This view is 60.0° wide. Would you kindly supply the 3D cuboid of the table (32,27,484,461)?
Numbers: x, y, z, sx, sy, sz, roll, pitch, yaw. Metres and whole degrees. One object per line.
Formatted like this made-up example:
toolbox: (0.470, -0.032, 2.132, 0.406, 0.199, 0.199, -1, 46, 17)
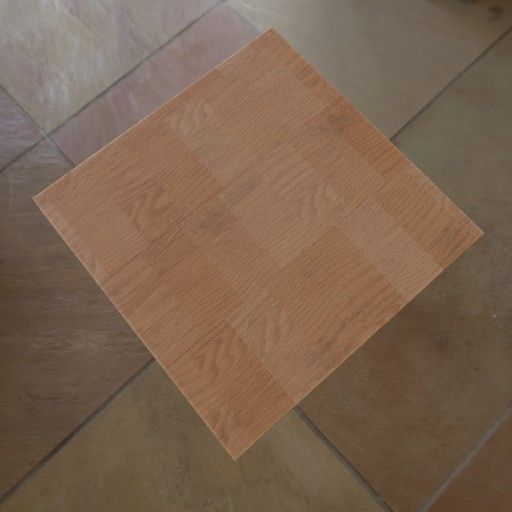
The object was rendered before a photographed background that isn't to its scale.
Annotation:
table: (0.000, 0.000, 1.386, 0.747, 0.738, 0.747, -39, 79, -9)
